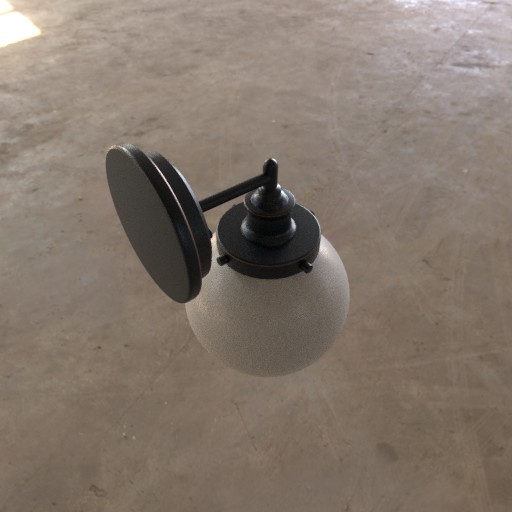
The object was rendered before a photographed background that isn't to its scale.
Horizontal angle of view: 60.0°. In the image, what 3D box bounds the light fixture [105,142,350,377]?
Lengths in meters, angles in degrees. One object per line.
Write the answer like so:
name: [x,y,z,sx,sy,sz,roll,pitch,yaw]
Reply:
light fixture: [0.000,0.000,0.480,0.230,0.332,0.197,-28,50,-26]
